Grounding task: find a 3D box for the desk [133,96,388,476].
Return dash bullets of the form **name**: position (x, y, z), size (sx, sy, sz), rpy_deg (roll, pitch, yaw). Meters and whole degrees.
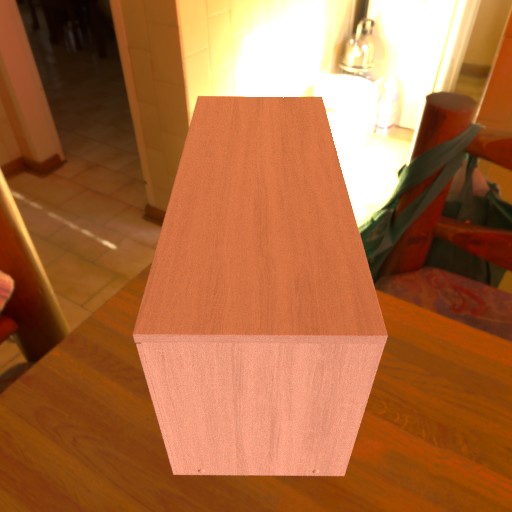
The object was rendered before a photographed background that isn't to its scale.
- **desk**: position (0.000, 0.000, 1.757), size (0.600, 0.740, 1.390), rpy_deg (0, 41, 0)
